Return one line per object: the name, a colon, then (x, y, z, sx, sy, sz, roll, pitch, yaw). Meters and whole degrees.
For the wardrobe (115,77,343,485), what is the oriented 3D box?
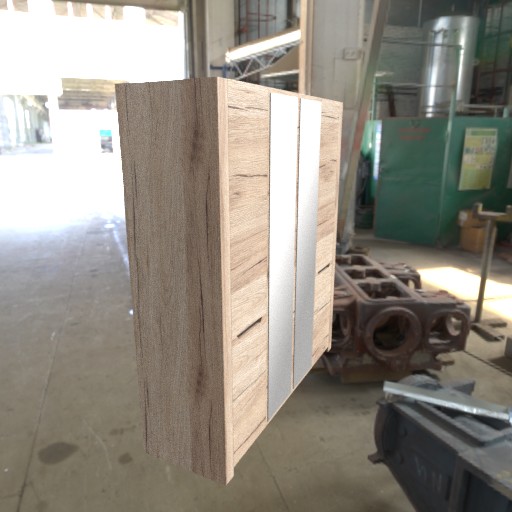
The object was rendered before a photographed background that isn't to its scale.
wardrobe: (0.000, 0.000, 3.026, 0.580, 2.070, 1.810, 8, 17, 26)
